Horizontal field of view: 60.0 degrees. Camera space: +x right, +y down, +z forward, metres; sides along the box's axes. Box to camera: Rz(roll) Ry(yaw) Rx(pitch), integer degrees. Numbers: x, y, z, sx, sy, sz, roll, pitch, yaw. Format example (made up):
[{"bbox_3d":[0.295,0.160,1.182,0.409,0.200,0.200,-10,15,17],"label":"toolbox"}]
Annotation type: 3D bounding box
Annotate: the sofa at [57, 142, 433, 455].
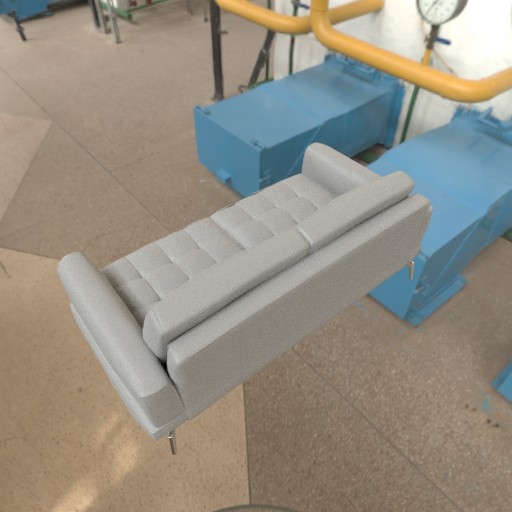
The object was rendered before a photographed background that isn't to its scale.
[{"bbox_3d":[0.000,0.000,2.790,2.177,0.930,1.121,-29,52,-26],"label":"sofa"}]
